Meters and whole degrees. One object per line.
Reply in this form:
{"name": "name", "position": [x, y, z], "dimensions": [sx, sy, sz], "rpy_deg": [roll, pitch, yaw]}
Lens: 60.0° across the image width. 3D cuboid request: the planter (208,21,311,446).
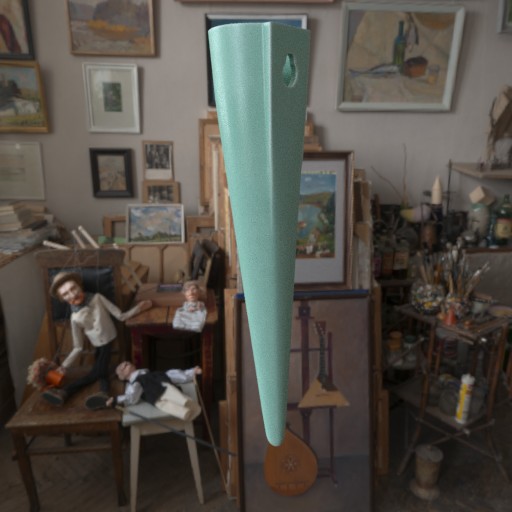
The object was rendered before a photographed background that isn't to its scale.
{"name": "planter", "position": [0.000, 0.000, 0.291], "dimensions": [0.054, 0.268, 0.055], "rpy_deg": [-15, 22, -42]}
